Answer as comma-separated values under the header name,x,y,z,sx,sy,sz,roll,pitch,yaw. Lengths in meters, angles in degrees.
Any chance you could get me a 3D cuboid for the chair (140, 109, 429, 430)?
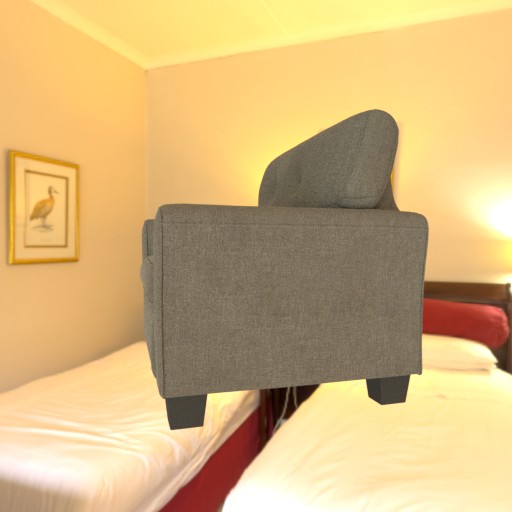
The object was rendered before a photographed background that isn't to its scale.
name,x,y,z,sx,sy,sz,roll,pitch,yaw
chair,0.000,0.000,1.635,0.816,0.890,0.941,0,2,-17
